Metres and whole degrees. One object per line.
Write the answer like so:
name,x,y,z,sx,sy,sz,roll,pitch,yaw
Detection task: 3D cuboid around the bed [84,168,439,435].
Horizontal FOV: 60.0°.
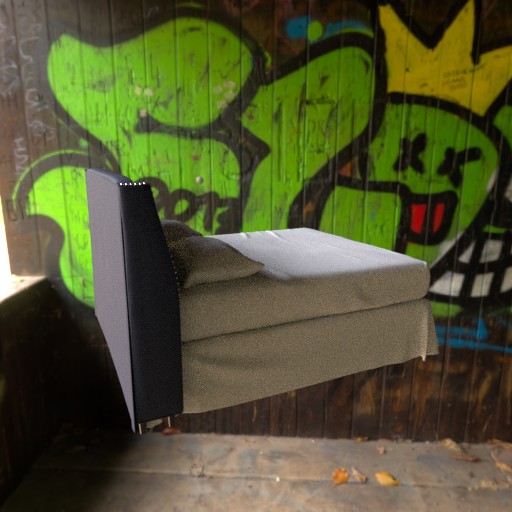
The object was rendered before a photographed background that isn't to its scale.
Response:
bed,0.000,0.000,3.433,2.276,1.332,1.925,-6,15,-24
